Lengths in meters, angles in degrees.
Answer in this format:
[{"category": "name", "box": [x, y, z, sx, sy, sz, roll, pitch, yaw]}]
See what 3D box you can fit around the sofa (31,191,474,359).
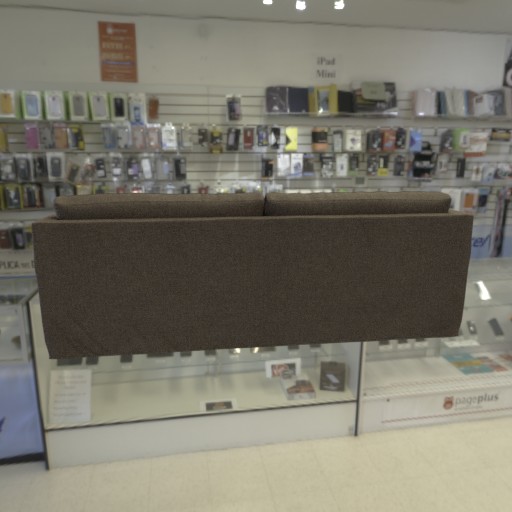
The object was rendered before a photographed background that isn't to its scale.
[{"category": "sofa", "box": [0.000, 0.000, 3.268, 2.779, 0.998, 1.036, -2, 13, -7]}]
